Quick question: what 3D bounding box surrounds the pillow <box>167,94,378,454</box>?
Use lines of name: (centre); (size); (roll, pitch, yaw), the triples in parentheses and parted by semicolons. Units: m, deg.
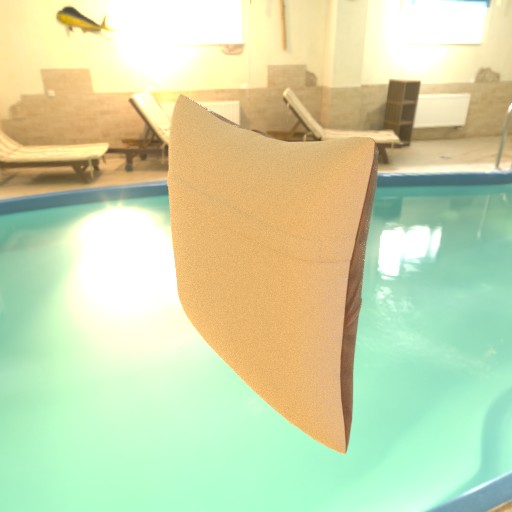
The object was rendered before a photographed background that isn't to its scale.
pillow: (0.000, 0.000, 0.736); (0.192, 0.470, 0.484); (-17, 31, -31)
